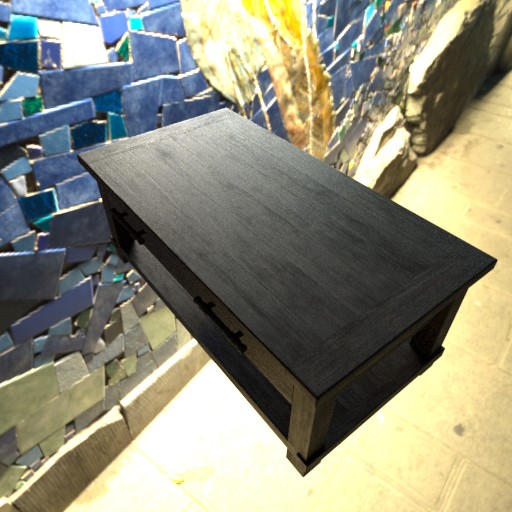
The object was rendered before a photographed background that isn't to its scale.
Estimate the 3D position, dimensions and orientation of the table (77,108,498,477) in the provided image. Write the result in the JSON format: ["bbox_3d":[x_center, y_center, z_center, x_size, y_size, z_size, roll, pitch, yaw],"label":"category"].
[{"bbox_3d":[0.000,0.000,1.579,0.700,0.494,1.270,-27,48,-28],"label":"table"}]
